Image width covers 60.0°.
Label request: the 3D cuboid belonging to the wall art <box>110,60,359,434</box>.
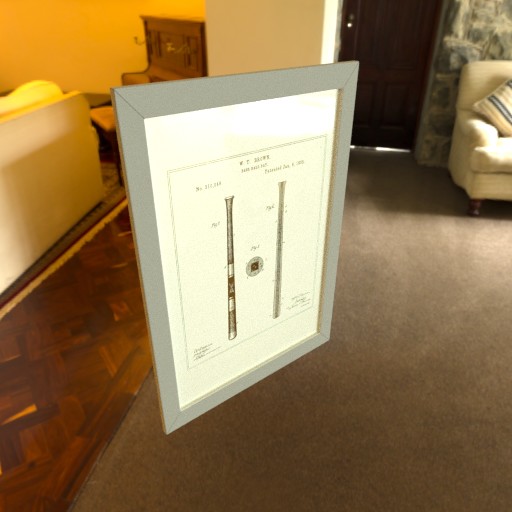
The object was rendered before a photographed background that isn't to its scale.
[{"bbox_3d":[0.000,0.000,0.684,0.374,0.529,0.012,-21,36,-32],"label":"wall art"}]
